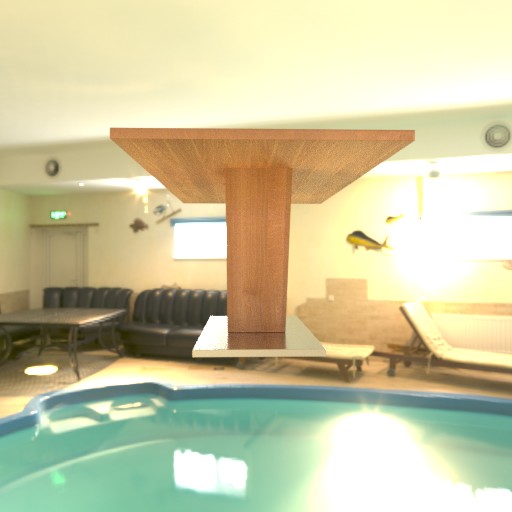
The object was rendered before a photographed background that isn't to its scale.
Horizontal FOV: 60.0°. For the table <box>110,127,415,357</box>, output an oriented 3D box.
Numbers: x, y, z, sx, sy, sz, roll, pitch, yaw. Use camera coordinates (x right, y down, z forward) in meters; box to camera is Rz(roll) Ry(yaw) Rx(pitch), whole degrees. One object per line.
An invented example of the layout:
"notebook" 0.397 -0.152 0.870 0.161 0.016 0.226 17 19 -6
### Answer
"table" 0.000 0.000 2.105 0.900 0.750 1.600 0 0 -2
